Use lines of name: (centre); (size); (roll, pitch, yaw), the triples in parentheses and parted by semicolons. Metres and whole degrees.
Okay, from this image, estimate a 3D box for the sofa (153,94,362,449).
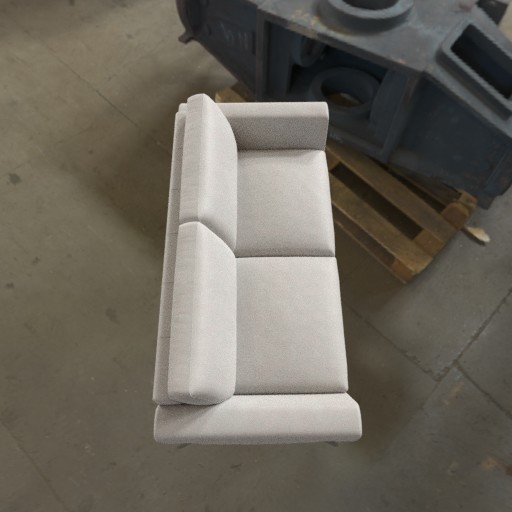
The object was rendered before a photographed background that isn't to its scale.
sofa: (0.000, 0.000, 2.569); (0.953, 0.875, 2.017); (-1, 65, 0)
